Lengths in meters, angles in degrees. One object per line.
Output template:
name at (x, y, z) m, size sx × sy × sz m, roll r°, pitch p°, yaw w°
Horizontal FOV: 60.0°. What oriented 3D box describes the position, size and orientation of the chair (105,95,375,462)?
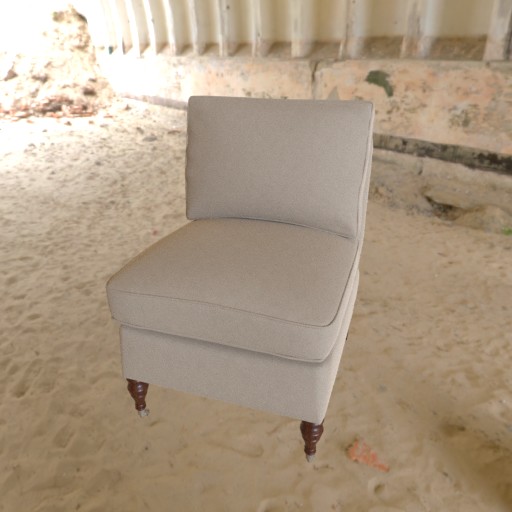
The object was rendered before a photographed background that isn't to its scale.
chair at (0.000, 0.000, 1.623) m, size 0.724 × 1.052 × 0.912 m, roll 8°, pitch 26°, yaw 16°
